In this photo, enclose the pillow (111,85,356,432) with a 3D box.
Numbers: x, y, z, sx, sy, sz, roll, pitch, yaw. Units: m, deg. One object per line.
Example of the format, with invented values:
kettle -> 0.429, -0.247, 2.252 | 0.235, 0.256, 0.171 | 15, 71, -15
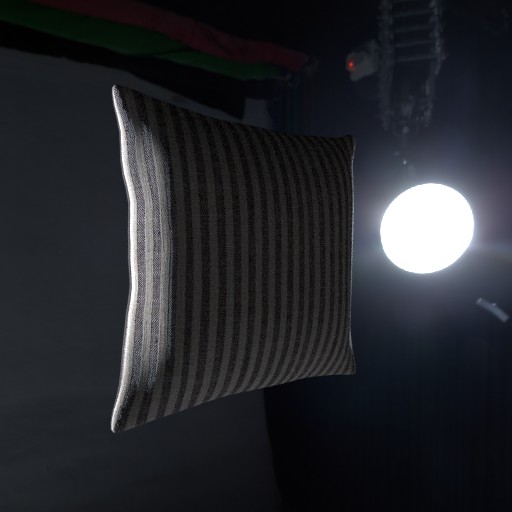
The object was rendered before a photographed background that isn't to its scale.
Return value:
pillow -> 0.000, 0.000, 0.792 | 0.523, 0.506, 0.166 | -1, 2, -36
